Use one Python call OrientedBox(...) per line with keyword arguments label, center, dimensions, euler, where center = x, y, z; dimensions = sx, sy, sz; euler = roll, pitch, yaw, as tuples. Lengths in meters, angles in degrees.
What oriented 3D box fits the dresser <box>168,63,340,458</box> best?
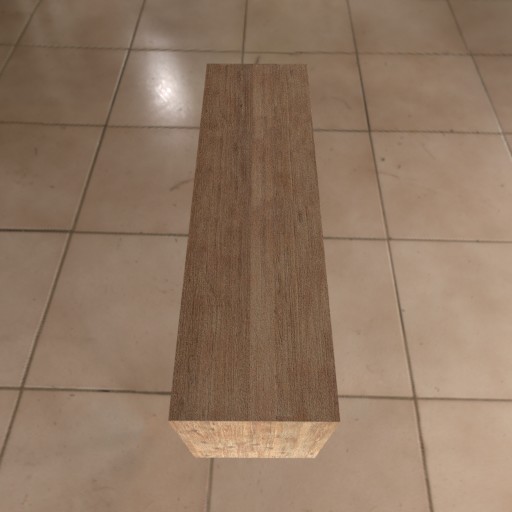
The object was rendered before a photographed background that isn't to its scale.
OrientedBox(label="dresser", center=(0.000, 0.000, 1.925), dimensions=(0.455, 0.805, 1.554), euler=(0, 57, 0))
